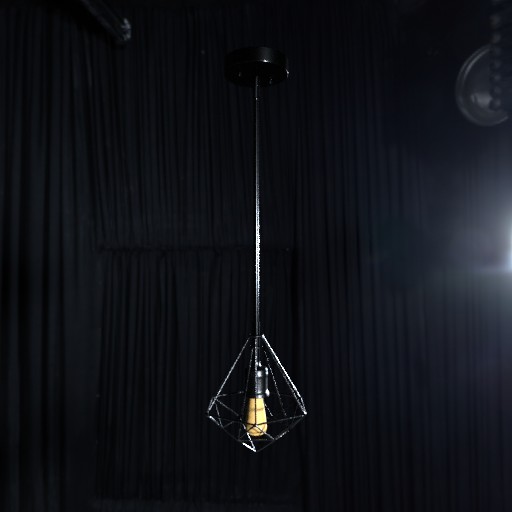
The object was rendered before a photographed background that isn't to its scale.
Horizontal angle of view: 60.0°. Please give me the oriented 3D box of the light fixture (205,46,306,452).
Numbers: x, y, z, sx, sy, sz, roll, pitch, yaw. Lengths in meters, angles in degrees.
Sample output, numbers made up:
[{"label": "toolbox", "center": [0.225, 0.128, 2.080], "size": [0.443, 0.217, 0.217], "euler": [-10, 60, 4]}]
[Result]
[{"label": "light fixture", "center": [0.000, 0.000, 2.008], "size": [0.431, 1.764, 0.487], "euler": [0, -1, 1]}]
